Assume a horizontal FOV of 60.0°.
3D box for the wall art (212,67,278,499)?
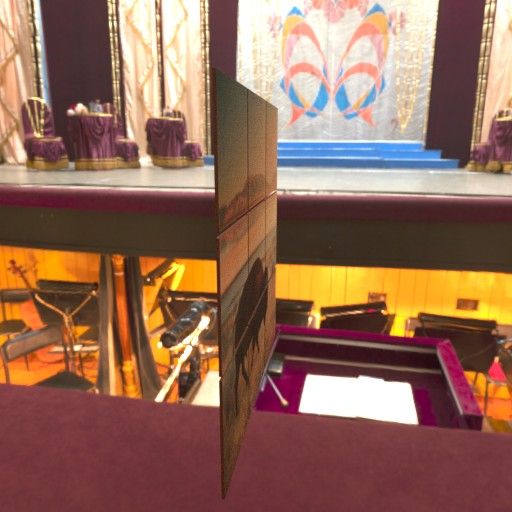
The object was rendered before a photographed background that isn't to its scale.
[{"bbox_3d":[0.000,0.000,2.234,0.019,1.532,1.533,2,14,9],"label":"wall art"}]
